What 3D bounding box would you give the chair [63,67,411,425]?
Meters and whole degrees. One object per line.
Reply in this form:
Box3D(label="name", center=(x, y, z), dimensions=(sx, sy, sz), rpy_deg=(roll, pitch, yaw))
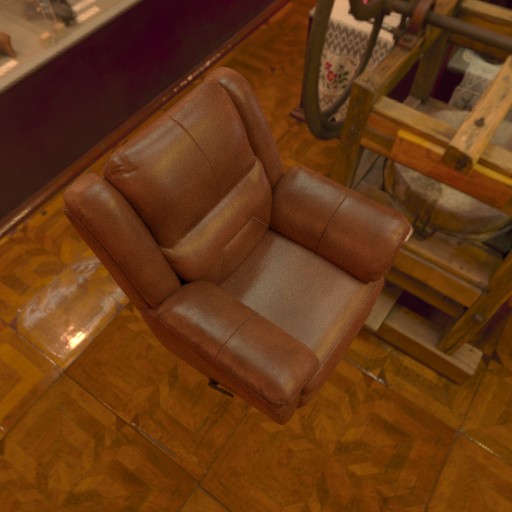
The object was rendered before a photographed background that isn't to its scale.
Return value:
Box3D(label="chair", center=(0.000, 0.000, 1.912), dimensions=(1.041, 1.093, 0.990), rpy_deg=(33, 64, 18))
